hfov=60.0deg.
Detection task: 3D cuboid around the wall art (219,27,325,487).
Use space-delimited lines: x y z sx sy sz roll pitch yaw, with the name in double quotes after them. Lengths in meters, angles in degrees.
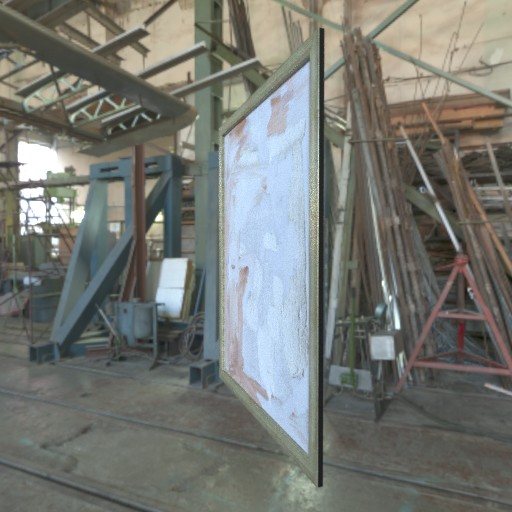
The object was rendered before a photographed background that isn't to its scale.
0.000 0.000 0.766 0.009 0.559 0.483 0 1 -19 "wall art"
